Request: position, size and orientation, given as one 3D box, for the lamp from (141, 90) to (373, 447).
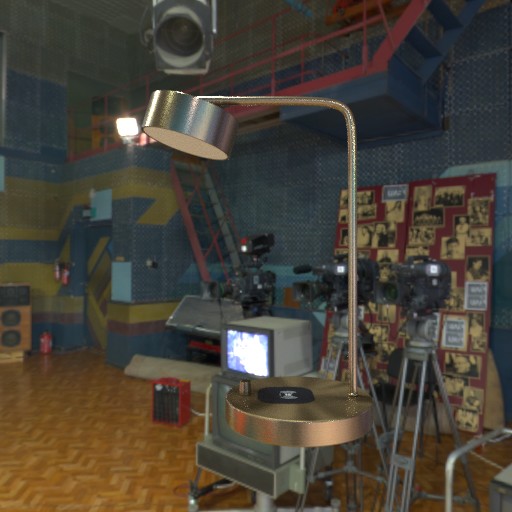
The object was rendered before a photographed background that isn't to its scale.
[{"bbox_3d":[0.000,0.000,0.525,0.270,0.380,0.171,0,0,1],"label":"lamp"}]
